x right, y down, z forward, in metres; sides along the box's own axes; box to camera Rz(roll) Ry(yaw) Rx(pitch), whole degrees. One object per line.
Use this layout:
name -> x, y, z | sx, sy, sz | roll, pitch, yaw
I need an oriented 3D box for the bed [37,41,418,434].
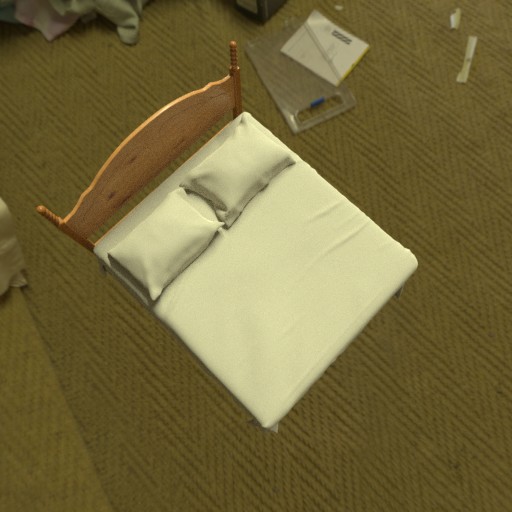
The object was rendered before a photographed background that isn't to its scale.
bed -> 0.000, 0.000, 3.219 | 2.040, 1.356, 1.873 | 43, 80, 10
